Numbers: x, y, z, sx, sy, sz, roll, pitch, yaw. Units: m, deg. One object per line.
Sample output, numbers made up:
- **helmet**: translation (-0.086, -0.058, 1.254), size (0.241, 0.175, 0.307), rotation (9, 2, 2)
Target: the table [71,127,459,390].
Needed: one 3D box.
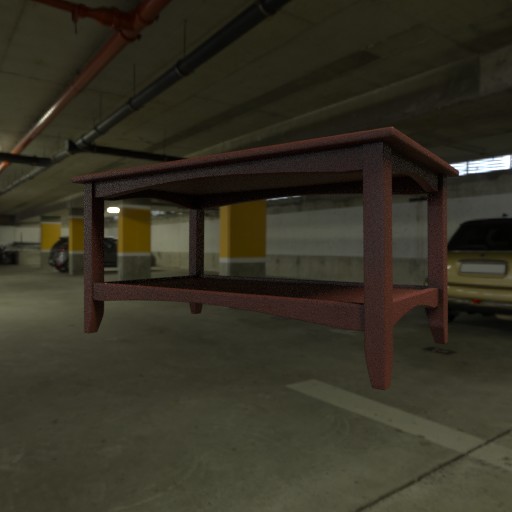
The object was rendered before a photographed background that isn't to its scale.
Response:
- **table**: translation (0.000, 0.000, 1.235), size (0.943, 0.456, 0.533), rotation (1, 2, 35)
